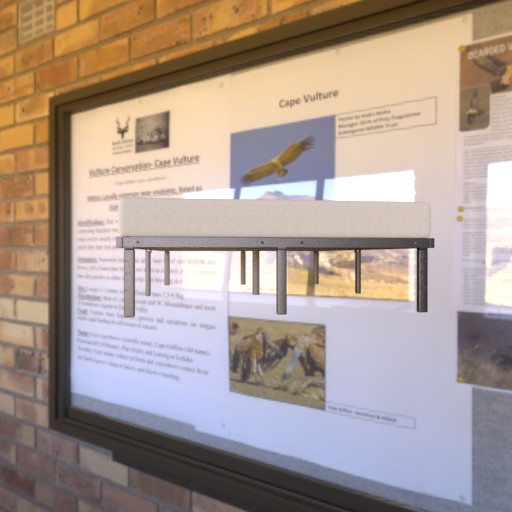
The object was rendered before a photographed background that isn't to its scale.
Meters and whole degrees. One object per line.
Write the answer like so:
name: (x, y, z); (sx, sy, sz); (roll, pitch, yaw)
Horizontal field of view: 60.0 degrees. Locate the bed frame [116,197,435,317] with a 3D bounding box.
bed frame: (0.000, 0.000, 3.904); (2.205, 0.680, 2.842); (0, 0, 1)
